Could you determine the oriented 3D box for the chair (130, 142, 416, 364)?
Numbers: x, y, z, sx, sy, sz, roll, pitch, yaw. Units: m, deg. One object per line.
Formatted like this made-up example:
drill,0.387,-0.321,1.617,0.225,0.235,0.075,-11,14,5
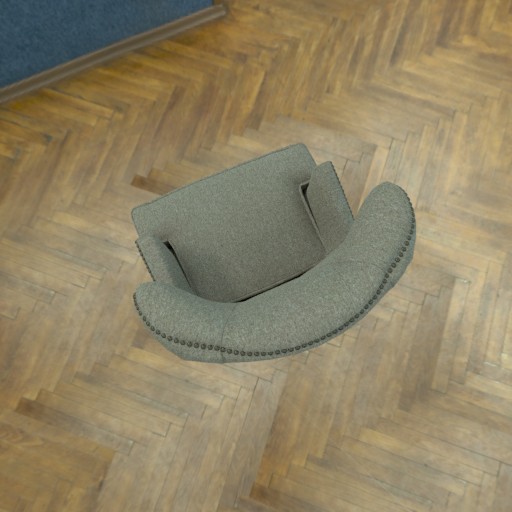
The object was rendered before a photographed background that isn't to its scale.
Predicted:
chair,0.000,0.000,1.613,0.759,1.060,0.758,-23,77,-6
